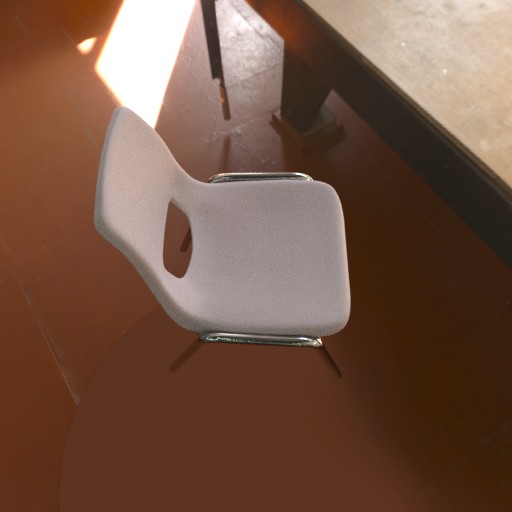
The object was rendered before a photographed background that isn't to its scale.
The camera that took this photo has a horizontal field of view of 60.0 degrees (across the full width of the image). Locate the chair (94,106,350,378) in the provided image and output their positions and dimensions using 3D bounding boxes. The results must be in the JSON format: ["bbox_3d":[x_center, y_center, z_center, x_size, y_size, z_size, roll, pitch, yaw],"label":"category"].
[{"bbox_3d":[0.000,0.000,0.903,0.436,0.653,0.381,0,65,0],"label":"chair"}]
